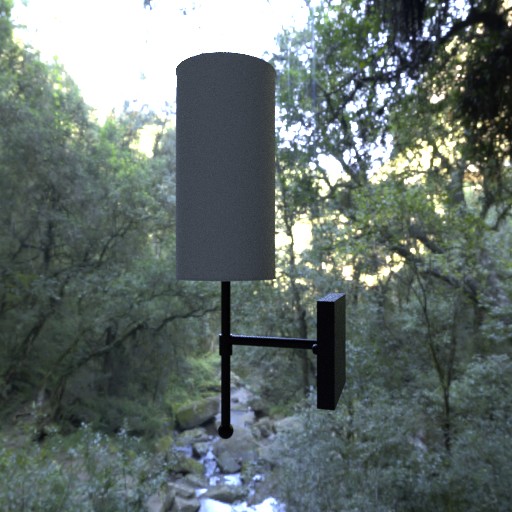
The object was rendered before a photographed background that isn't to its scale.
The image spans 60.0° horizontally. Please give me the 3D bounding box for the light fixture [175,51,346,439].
[{"bbox_3d":[0.000,0.000,0.551,0.208,0.462,0.128,0,-1,17],"label":"light fixture"}]
